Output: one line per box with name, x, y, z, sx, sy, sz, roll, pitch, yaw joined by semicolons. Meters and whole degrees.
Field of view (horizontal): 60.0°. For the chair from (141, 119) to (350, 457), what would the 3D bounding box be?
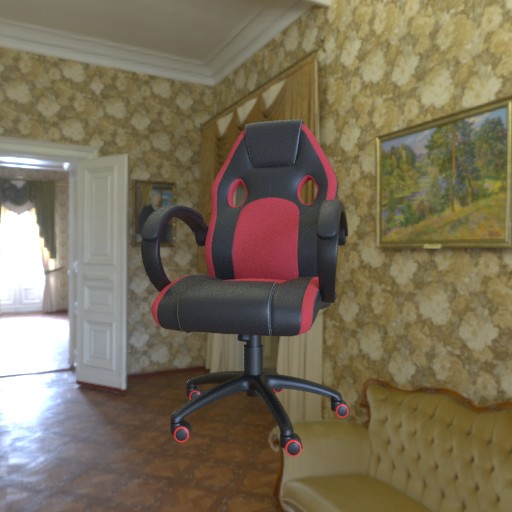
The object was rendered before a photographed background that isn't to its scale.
chair;0.000;0.000;1.647;0.673;1.187;0.724;0;0;16
